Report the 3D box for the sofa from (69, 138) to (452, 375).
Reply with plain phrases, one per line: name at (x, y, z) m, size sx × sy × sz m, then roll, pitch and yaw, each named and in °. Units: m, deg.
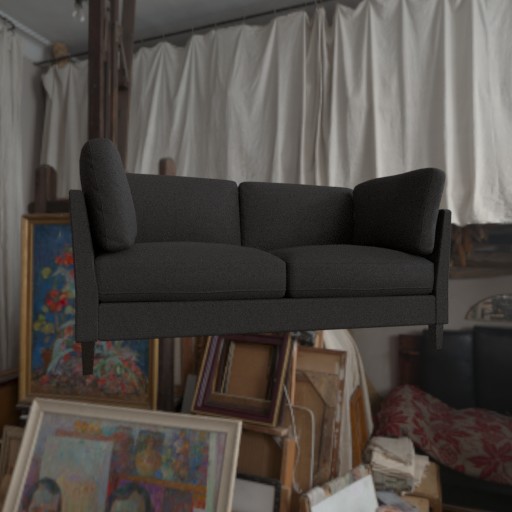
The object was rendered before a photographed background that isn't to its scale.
sofa at (0.000, 0.000, 2.316) m, size 1.751 × 0.920 × 0.969 m, roll 1°, pitch -2°, yaw -19°
